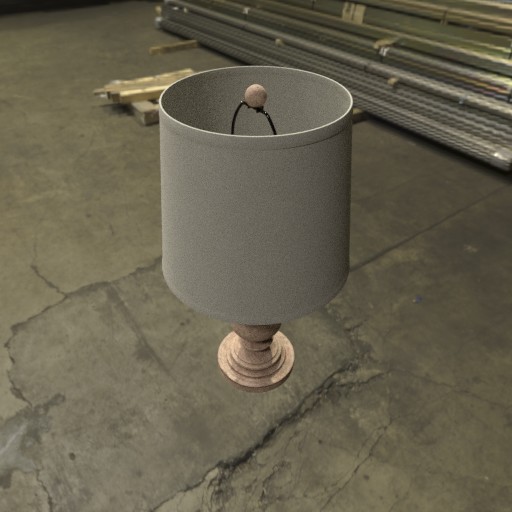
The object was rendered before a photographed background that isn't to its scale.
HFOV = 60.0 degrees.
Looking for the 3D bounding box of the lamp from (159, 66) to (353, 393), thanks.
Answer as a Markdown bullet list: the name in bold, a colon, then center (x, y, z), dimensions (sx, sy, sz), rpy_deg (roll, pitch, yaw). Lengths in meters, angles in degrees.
- **lamp**: center (0.000, 0.000, 0.654), dimensions (0.273, 0.497, 0.273), rpy_deg (0, 40, 0)
